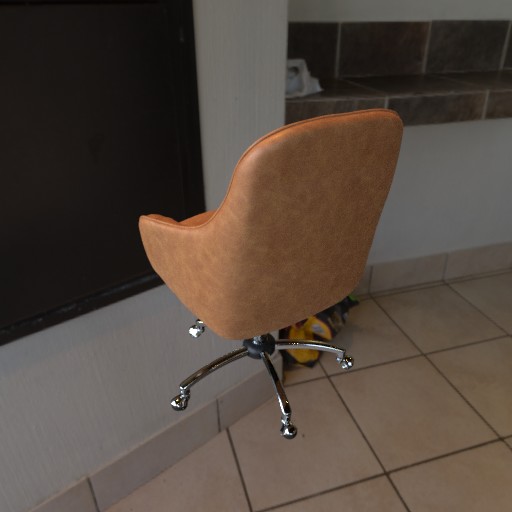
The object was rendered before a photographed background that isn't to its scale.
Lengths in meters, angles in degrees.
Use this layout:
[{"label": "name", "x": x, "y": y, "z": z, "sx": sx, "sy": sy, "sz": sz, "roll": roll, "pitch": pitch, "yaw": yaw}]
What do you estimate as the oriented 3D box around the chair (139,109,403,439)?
[{"label": "chair", "x": 0.000, "y": 0.000, "z": 1.310, "sx": 0.628, "sy": 0.909, "sz": 0.615, "roll": -19, "pitch": 34, "yaw": -30}]
